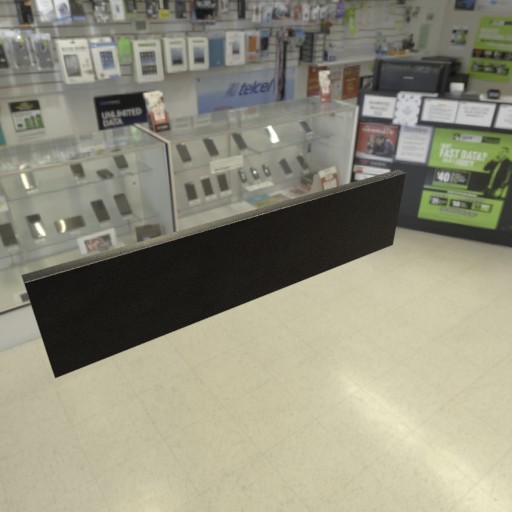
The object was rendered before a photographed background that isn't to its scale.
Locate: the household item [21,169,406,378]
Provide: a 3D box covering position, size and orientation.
[{"bbox_3d":[0.000,0.000,1.090,1.001,0.236,0.030,-19,36,-28],"label":"household item"}]
